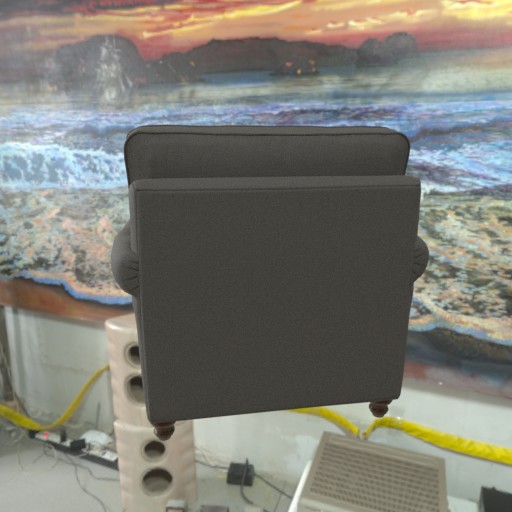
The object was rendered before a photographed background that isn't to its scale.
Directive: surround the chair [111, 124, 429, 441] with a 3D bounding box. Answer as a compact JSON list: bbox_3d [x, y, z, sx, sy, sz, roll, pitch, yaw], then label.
[{"bbox_3d":[0.000,0.000,1.742,1.029,0.967,0.966,-2,15,-9],"label":"chair"}]
